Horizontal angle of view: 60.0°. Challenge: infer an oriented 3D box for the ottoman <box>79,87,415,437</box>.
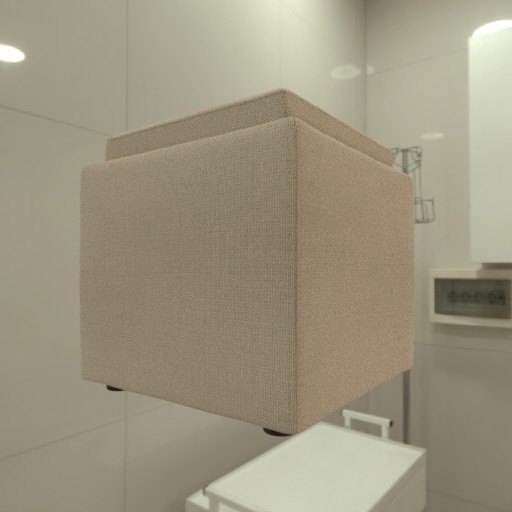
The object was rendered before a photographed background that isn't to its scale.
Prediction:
[{"bbox_3d":[0.000,0.000,0.810,0.450,0.460,0.451,-1,-2,37],"label":"ottoman"}]
